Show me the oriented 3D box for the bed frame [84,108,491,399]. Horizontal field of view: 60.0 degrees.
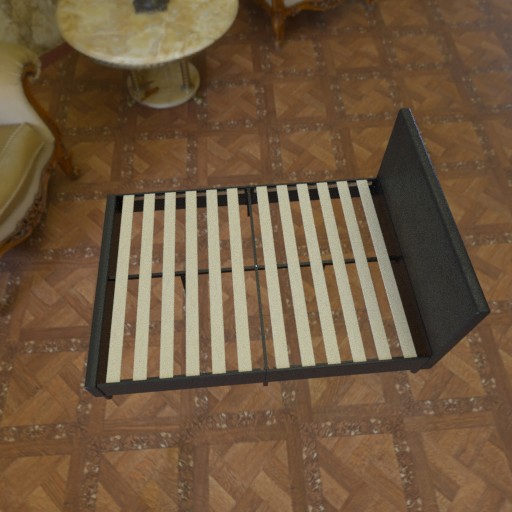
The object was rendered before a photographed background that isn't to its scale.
[{"bbox_3d":[0.000,0.000,2.908,2.152,1.046,1.469,-4,58,-3],"label":"bed frame"}]
